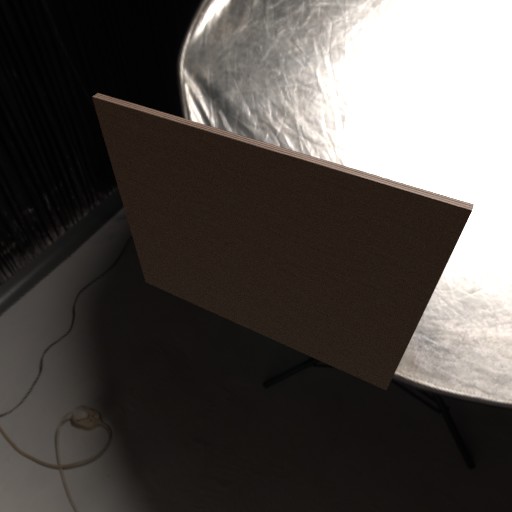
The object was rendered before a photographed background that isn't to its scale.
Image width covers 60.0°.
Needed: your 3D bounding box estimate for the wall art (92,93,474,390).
[{"bbox_3d":[0.000,0.000,0.688,0.508,0.406,0.013,21,51,18],"label":"wall art"}]
